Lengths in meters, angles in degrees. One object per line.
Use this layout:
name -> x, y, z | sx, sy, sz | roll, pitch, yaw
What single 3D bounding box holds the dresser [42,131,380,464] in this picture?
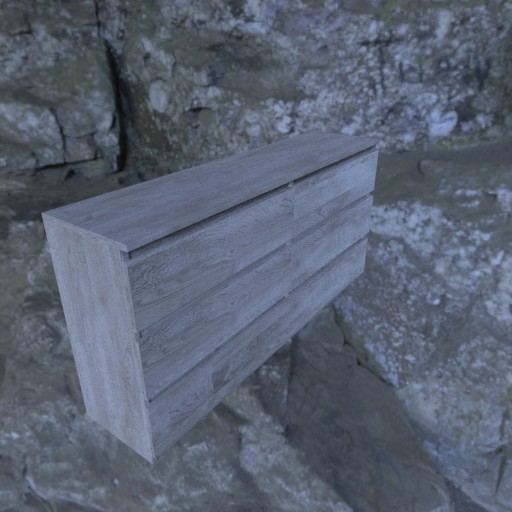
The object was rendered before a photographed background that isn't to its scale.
dresser -> 0.000, 0.000, 1.934 | 0.390, 0.795, 1.590 | 18, 31, 32
